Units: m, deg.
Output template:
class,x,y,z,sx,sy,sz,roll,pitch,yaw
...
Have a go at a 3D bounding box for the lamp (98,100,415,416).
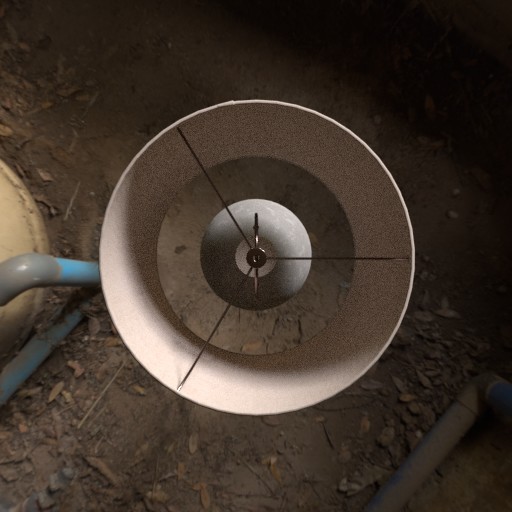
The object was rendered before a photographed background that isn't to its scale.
class,x,y,z,sx,sy,sz,roll,pitch,yaw
lamp,0.000,0.000,0.579,0.269,0.409,0.269,0,91,0
